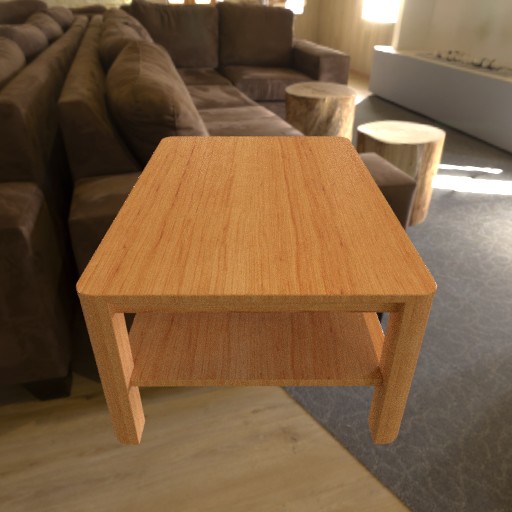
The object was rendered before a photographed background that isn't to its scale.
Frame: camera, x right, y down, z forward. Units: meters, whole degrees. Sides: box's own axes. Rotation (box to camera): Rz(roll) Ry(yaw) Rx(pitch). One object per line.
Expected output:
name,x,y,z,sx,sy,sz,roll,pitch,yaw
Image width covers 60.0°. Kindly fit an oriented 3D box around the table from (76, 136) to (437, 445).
table,0.000,0.000,1.364,0.696,0.445,0.997,0,32,0
